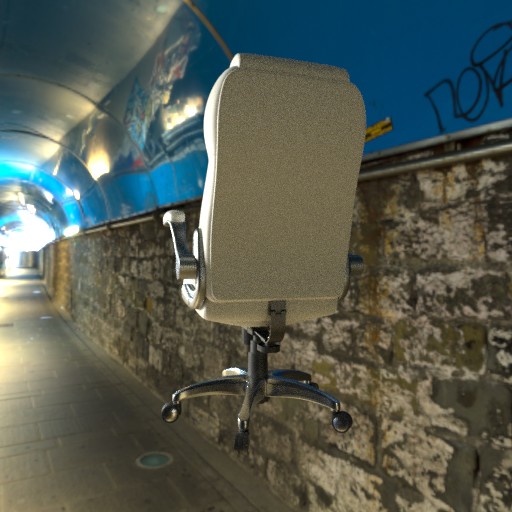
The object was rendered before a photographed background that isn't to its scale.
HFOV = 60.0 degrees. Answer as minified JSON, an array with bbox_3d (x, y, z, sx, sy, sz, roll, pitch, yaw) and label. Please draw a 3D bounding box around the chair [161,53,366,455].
[{"bbox_3d":[0.000,0.000,1.827,0.755,1.330,0.806,0,0,-18],"label":"chair"}]
